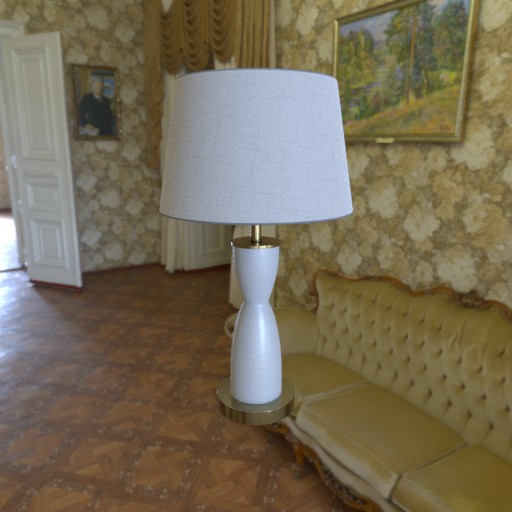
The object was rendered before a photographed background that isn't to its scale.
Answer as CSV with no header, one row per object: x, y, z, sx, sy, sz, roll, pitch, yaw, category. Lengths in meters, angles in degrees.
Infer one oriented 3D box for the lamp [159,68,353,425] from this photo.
0.000,0.000,0.740,0.309,0.545,0.309,0,13,0,lamp
